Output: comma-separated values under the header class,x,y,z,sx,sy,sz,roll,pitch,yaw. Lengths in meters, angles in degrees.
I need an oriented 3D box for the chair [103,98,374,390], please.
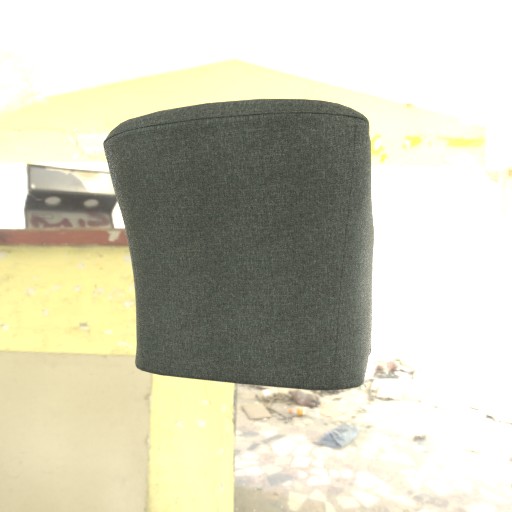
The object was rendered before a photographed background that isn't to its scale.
class,x,y,z,sx,sy,sz,roll,pitch,yaw
chair,0.000,0.000,1.636,0.864,0.856,0.923,0,0,19
